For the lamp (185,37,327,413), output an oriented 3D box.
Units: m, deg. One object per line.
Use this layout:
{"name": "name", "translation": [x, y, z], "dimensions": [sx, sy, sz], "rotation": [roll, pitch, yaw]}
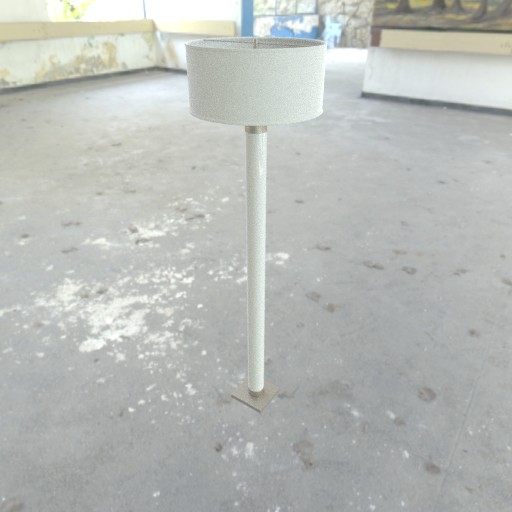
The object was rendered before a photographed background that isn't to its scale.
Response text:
{"name": "lamp", "translation": [0.000, 0.000, 1.672], "dimensions": [0.420, 1.475, 0.420], "rotation": [19, 35, 30]}
